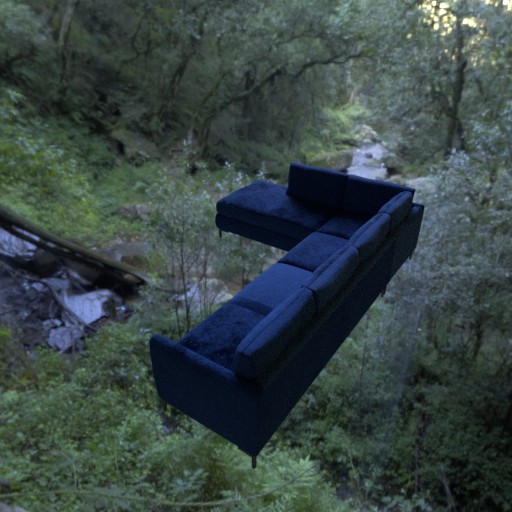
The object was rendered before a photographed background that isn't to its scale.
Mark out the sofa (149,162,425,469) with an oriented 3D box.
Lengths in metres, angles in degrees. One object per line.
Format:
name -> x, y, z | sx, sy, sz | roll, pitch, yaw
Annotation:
sofa -> 0.000, 0.000, 3.862 | 2.007, 0.815, 2.949 | 19, 36, 29
